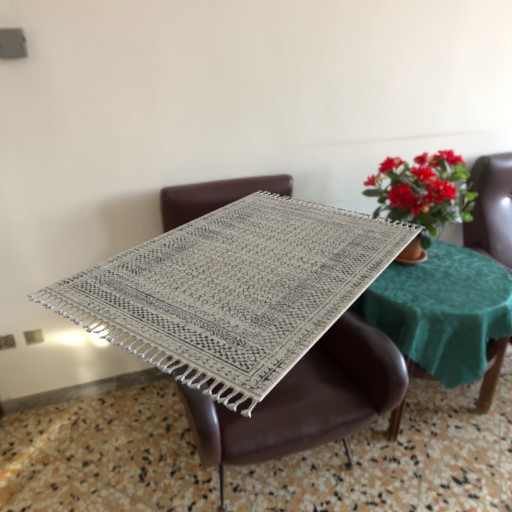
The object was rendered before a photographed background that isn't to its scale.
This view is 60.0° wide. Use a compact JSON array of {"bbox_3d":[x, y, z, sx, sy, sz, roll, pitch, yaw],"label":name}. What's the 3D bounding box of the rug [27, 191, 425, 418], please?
[{"bbox_3d":[0.000,0.000,2.348,1.243,0.013,1.872,17,31,31],"label":"rug"}]
